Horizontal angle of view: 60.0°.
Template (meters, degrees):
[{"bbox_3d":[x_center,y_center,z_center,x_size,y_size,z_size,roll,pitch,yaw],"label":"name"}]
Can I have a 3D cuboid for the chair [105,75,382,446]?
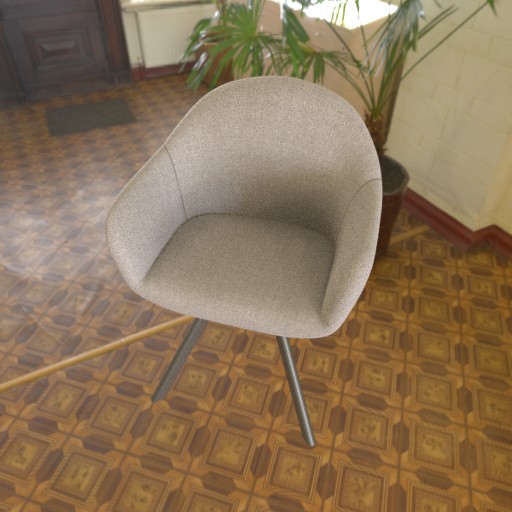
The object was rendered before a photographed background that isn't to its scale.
[{"bbox_3d":[0.000,0.000,1.196,0.590,0.795,0.550,11,42,13],"label":"chair"}]
